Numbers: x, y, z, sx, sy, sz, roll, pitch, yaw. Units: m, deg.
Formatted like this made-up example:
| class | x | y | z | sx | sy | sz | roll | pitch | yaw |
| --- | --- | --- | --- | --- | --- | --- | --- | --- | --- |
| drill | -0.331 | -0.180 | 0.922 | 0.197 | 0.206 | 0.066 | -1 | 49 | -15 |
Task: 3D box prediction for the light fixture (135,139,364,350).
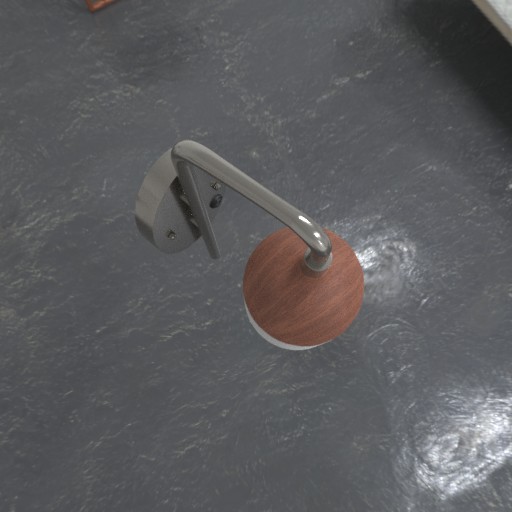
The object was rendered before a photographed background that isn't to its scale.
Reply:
| class | x | y | z | sx | sy | sz | roll | pitch | yaw |
| --- | --- | --- | --- | --- | --- | --- | --- | --- | --- |
| light fixture | 0.000 | 0.000 | 0.432 | 0.216 | 0.343 | 0.108 | 38 | 79 | 9 |
